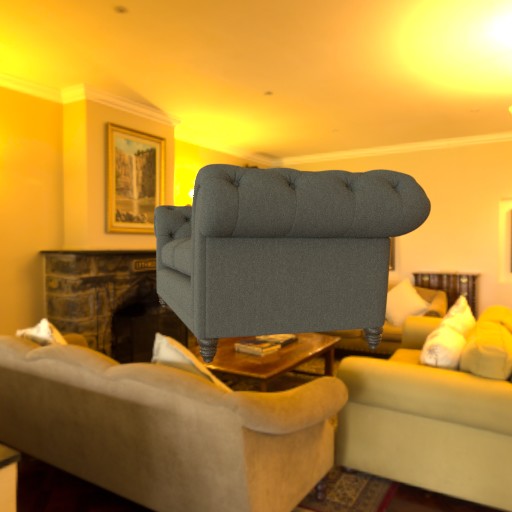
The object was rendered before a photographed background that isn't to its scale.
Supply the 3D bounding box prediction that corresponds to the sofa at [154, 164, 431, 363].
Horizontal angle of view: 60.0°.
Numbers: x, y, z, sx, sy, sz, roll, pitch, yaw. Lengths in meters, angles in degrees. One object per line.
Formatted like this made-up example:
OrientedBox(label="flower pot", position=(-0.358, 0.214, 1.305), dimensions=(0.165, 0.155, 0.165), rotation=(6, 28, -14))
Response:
OrientedBox(label="sofa", position=(0.000, 0.000, 2.541), dimensions=(0.986, 0.764, 1.998), rotation=(0, 2, -18))
